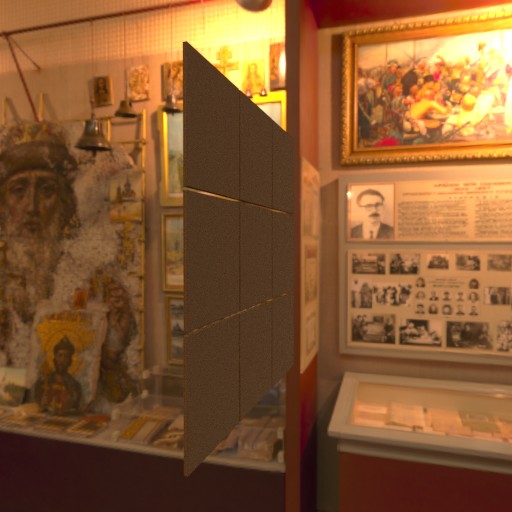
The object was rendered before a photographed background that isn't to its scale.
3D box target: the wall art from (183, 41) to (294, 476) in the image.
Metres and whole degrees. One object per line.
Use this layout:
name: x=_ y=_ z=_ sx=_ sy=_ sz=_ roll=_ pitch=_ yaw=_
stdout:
wall art: x=0.000 y=0.000 z=1.367 sx=0.010 sy=0.917 sz=0.919 roll=1 pitch=2 yaw=19
